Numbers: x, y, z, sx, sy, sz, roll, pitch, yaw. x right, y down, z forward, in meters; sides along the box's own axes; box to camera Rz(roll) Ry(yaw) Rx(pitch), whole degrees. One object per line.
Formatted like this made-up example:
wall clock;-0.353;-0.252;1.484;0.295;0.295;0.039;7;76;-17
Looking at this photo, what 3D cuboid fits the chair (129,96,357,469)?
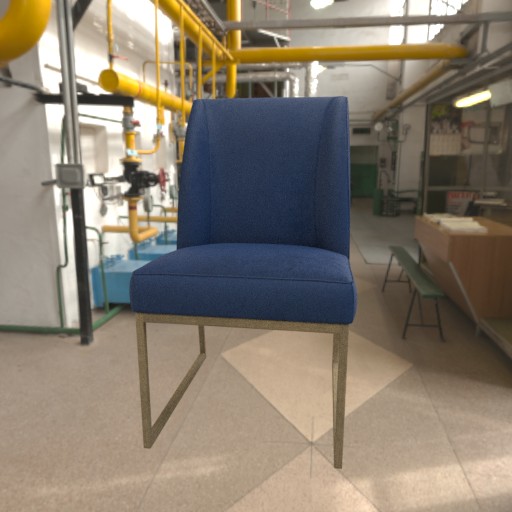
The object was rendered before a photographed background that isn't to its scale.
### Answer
chair;0.000;0.000;1.185;0.508;0.863;0.522;2;13;9
